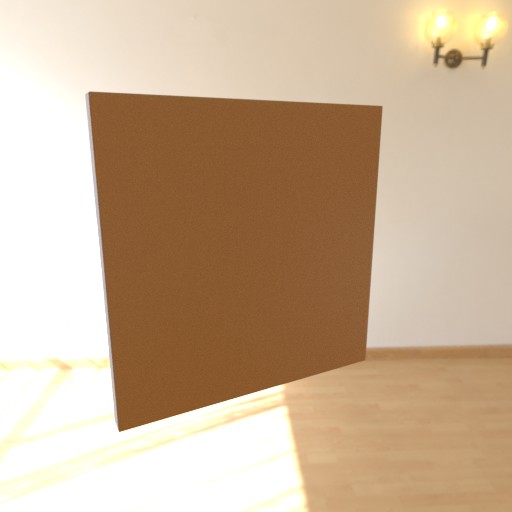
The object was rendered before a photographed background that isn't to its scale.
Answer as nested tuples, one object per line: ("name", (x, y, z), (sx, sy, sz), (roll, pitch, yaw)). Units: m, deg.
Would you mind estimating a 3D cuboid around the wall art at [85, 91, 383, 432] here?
("wall art", (0.000, 0.000, 1.940), (1.287, 1.288, 0.078), (-8, 16, -27))
